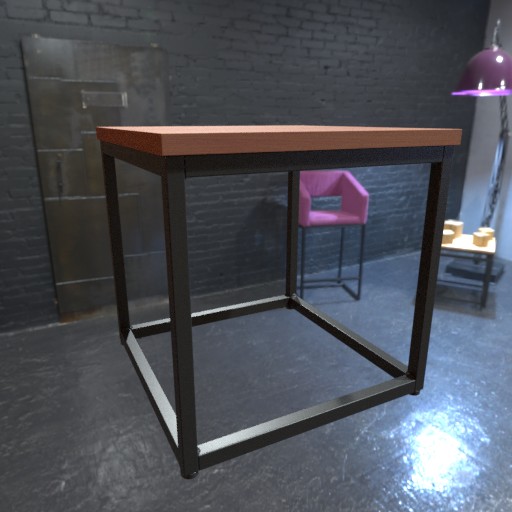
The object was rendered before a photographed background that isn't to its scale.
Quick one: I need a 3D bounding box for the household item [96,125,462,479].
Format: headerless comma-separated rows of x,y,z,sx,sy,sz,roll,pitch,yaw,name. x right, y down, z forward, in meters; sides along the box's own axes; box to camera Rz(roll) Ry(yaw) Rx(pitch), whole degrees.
0.000,0.000,0.720,0.400,0.400,0.400,-9,19,-26,household item
